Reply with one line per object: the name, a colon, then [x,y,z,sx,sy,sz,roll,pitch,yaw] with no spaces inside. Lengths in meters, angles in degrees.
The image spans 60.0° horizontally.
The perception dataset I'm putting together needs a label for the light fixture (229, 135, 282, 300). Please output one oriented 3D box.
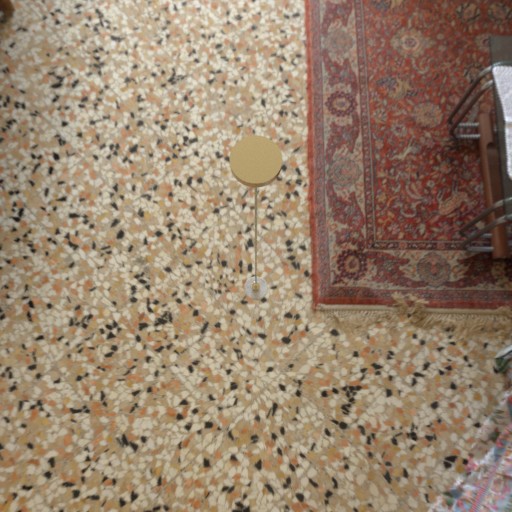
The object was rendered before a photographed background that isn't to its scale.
light fixture: [0.000,0.000,1.811,0.129,1.669,0.129,-33,77,-9]
